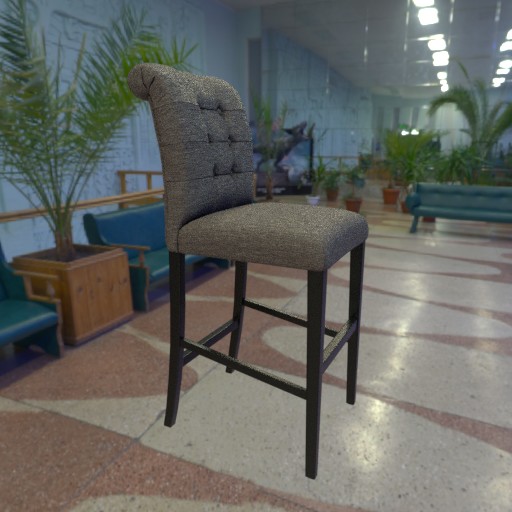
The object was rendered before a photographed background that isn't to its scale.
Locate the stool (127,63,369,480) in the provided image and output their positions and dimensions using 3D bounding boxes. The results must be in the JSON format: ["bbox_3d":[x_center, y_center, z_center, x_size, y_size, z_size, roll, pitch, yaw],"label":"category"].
[{"bbox_3d":[0.000,0.000,1.415,0.613,1.131,0.452,7,16,26],"label":"stool"}]
